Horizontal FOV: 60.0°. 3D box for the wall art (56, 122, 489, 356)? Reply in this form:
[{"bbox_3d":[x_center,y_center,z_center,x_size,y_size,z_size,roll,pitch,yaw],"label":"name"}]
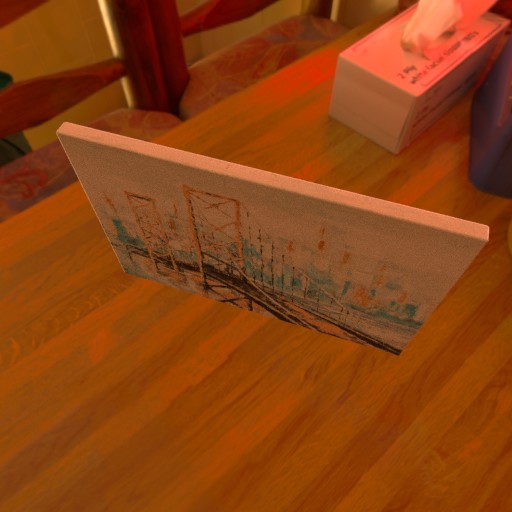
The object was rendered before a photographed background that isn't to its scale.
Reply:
[{"bbox_3d":[0.000,0.000,1.157,0.913,0.609,0.038,16,59,10],"label":"wall art"}]
